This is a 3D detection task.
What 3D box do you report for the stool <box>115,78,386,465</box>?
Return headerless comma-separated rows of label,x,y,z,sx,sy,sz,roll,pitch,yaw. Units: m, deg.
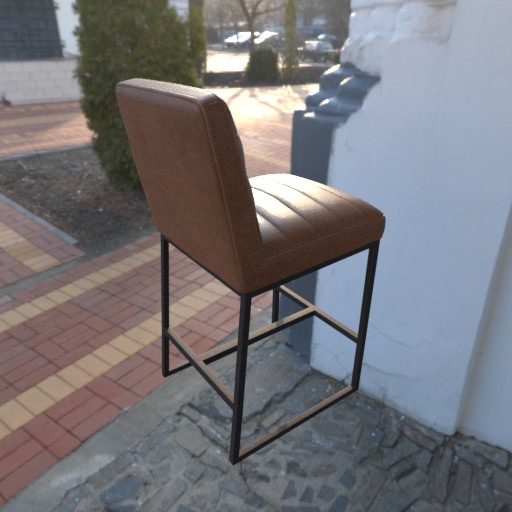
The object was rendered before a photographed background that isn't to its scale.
stool,0.000,0.000,1.256,0.556,0.940,0.458,-18,31,-32
